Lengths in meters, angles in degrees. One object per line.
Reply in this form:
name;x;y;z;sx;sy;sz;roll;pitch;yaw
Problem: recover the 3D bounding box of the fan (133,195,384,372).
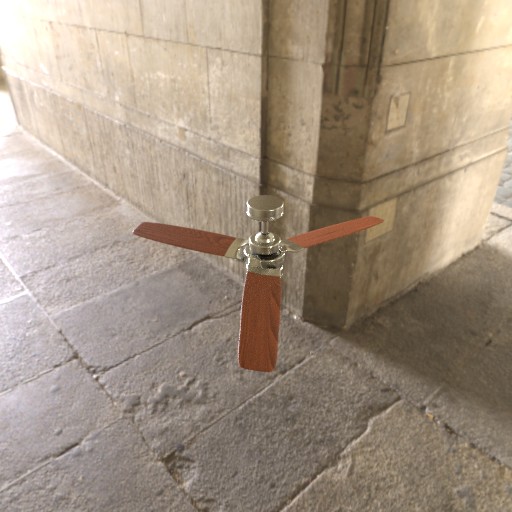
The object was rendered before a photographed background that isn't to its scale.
fan;0.000;0.000;2.074;1.416;0.410;1.271;2;32;3
